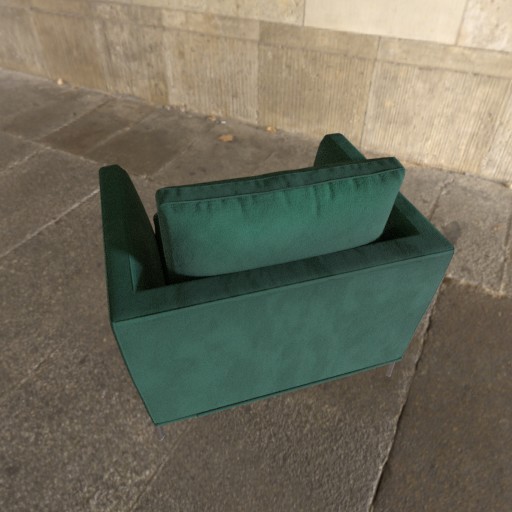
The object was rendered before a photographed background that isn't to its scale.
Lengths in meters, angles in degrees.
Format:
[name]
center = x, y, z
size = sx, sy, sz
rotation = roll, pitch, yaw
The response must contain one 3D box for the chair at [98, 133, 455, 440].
[chair]
center = 0.000, 0.000, 1.711
size = 1.047, 0.997, 0.852
rotation = -11, 42, -13
